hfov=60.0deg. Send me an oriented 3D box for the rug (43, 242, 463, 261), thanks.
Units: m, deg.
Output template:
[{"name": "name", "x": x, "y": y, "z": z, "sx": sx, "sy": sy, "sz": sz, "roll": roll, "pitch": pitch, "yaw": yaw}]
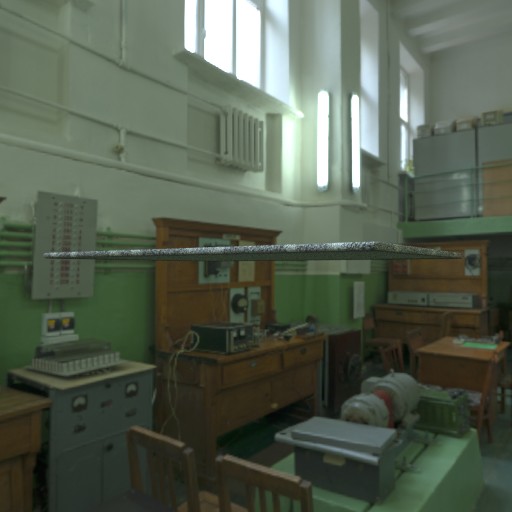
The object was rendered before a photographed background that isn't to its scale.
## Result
[{"name": "rug", "x": 0.000, "y": 0.000, "z": 2.096, "sx": 1.600, "sy": 0.025, "sz": 1.200, "roll": -1, "pitch": -2, "yaw": 35}]
